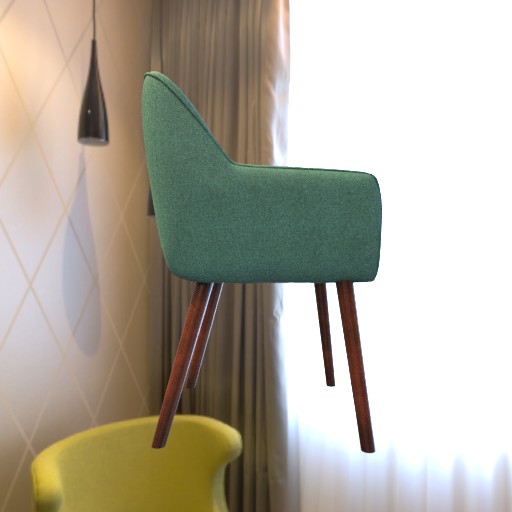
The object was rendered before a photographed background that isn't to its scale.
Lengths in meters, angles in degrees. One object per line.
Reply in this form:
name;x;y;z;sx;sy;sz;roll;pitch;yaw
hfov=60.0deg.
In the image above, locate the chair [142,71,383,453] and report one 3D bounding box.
chair;0.000;0.000;1.150;0.519;0.803;0.543;0;-1;0
